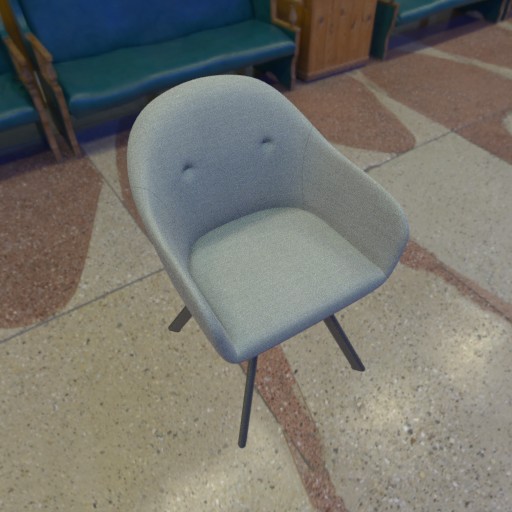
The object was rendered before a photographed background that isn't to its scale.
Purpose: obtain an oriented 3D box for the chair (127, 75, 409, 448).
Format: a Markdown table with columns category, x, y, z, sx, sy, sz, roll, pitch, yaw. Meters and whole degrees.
| category | x | y | z | sx | sy | sz | roll | pitch | yaw |
| --- | --- | --- | --- | --- | --- | --- | --- | --- | --- |
| chair | 0.000 | 0.000 | 1.197 | 0.540 | 0.780 | 0.570 | -24 | 50 | -22 |
